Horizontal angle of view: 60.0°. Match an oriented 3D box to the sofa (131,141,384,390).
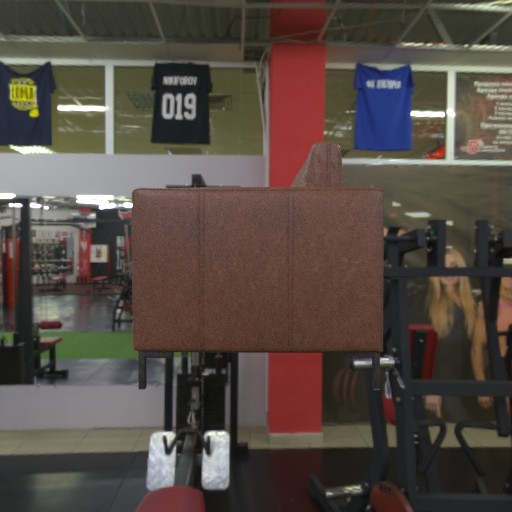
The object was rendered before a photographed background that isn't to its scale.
[{"bbox_3d":[0.000,0.000,2.366,0.899,0.883,1.797,0,1,0],"label":"sofa"}]
